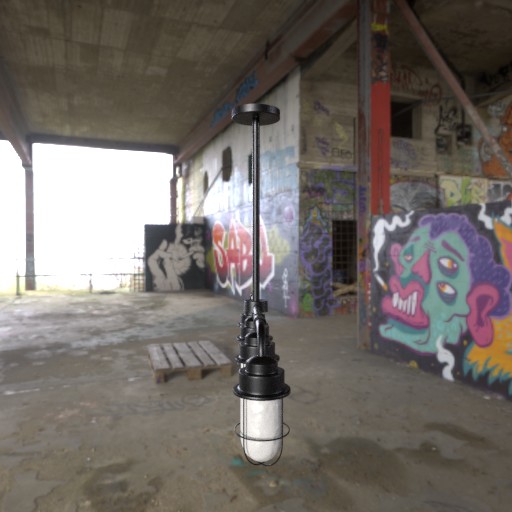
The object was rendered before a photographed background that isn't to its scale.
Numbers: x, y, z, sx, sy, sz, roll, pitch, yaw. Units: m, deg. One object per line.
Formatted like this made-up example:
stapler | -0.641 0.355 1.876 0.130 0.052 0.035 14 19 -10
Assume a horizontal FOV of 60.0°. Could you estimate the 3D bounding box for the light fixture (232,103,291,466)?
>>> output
light fixture | 0.000 0.000 1.210 0.131 0.785 0.852 0 1 -2
